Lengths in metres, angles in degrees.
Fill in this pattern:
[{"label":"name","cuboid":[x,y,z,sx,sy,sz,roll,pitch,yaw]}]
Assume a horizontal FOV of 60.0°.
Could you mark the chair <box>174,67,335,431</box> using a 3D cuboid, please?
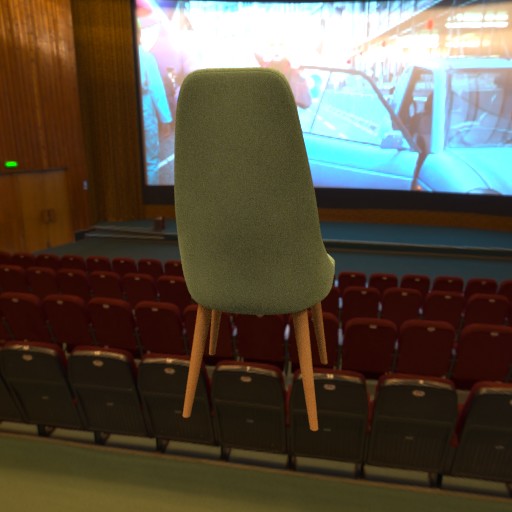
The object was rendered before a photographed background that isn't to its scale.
[{"label":"chair","cuboid":[0.000,0.000,1.421,0.510,1.040,0.660,2,16,9]}]
